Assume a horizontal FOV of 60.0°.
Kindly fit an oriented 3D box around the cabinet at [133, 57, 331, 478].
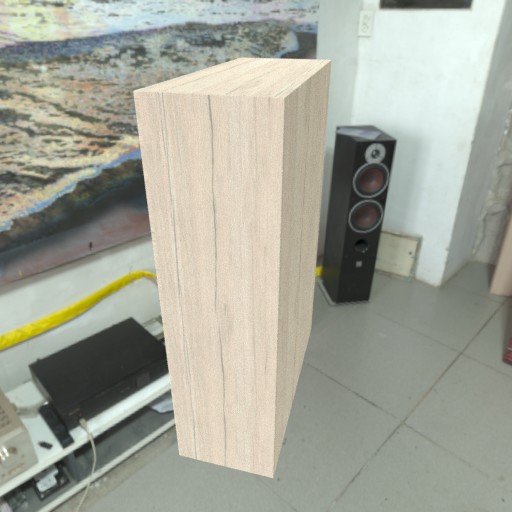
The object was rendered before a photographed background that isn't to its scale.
[{"bbox_3d":[0.000,0.000,2.679,0.580,2.070,1.400,7,30,13],"label":"cabinet"}]
